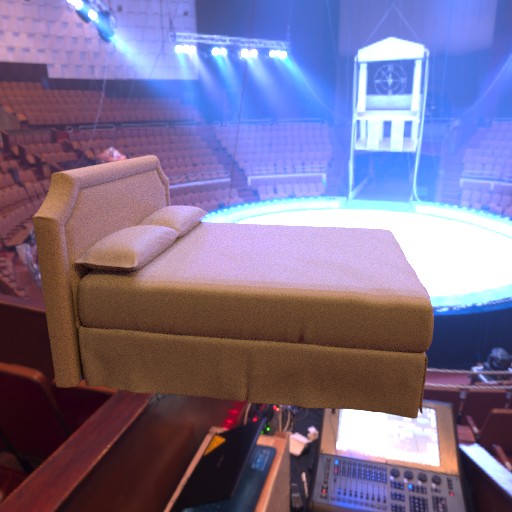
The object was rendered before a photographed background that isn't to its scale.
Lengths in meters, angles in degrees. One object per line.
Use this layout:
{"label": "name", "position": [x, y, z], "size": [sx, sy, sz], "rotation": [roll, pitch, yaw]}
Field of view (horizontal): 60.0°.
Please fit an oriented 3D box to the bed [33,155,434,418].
{"label": "bed", "position": [0.000, 0.000, 3.178], "size": [2.164, 1.297, 1.828], "rotation": [3, 17, 9]}
